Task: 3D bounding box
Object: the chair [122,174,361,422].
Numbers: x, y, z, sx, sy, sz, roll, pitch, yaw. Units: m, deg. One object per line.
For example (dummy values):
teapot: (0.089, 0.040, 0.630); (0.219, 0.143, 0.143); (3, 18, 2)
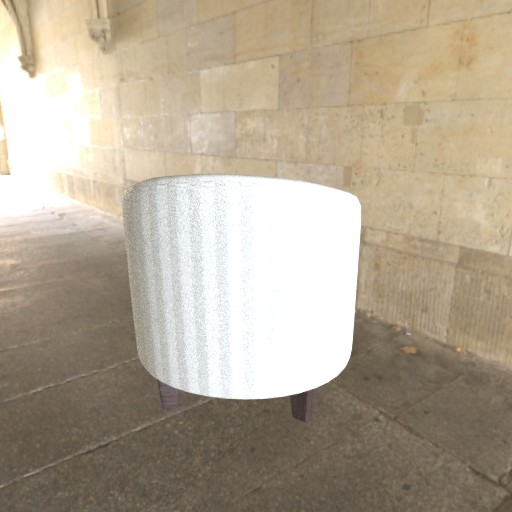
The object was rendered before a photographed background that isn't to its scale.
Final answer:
chair: (0.000, 0.000, 1.765); (0.756, 0.757, 1.288); (2, 16, 8)
